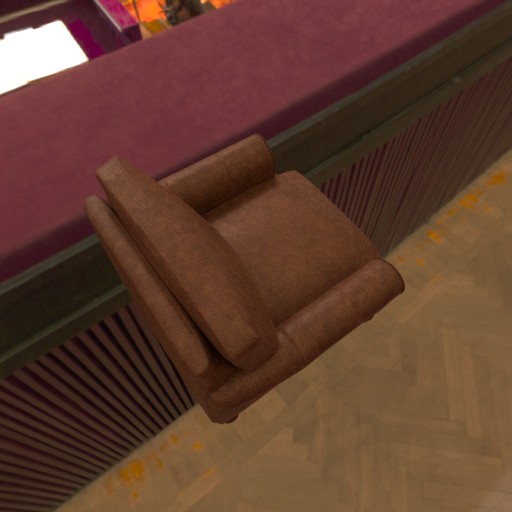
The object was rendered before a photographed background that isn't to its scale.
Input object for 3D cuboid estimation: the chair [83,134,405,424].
[{"bbox_3d":[0.000,0.000,1.839,1.002,0.976,0.996,-32,64,-18],"label":"chair"}]
